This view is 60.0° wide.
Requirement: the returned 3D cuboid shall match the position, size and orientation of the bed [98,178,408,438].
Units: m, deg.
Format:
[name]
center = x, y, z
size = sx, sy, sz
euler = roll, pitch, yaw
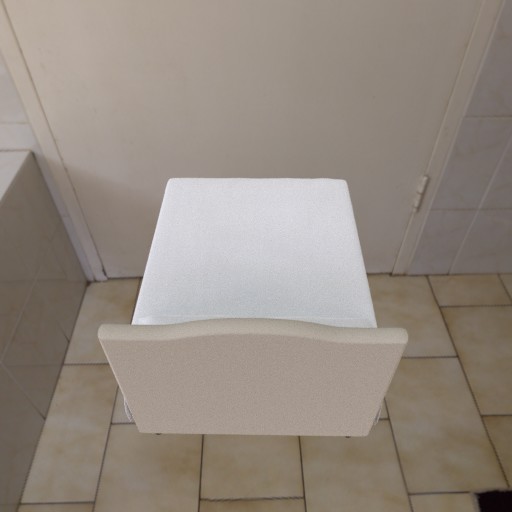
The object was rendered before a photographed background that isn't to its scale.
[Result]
[bed]
center = 0.000, 0.000, 3.705
size = 1.977, 1.437, 2.477
euler = 1, 46, 1
